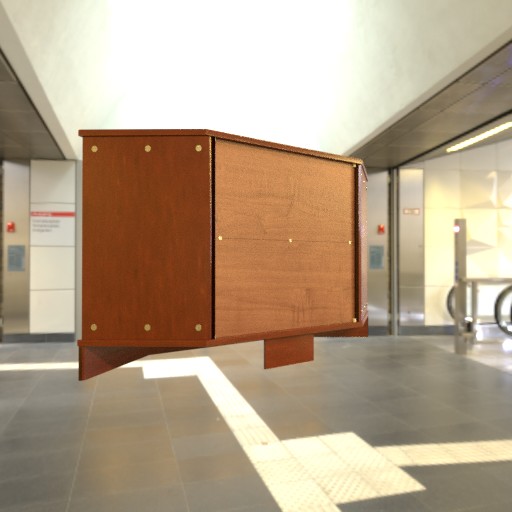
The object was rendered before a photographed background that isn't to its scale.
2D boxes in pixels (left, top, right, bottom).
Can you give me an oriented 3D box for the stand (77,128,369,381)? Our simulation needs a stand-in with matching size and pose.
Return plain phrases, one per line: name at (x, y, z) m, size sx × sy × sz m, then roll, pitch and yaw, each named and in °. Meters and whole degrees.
stand at (0.000, 0.000, 1.394) m, size 1.072 × 0.614 × 0.381 m, roll 0°, pitch -1°, yaw -36°
